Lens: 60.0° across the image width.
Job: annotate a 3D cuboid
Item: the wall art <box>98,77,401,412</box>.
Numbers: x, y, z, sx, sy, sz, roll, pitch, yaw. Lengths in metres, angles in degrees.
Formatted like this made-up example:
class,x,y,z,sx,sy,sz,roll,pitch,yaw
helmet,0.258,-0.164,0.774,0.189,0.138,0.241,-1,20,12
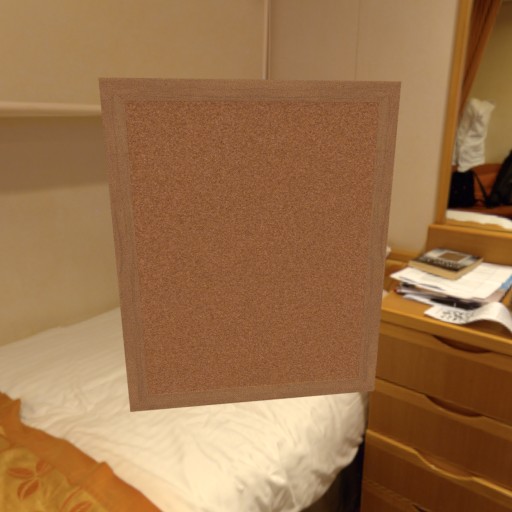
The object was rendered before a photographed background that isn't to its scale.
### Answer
class,x,y,z,sx,sy,sz,roll,pitch,yaw
wall art,0.000,0.000,0.758,0.460,0.561,0.020,-2,17,-8
